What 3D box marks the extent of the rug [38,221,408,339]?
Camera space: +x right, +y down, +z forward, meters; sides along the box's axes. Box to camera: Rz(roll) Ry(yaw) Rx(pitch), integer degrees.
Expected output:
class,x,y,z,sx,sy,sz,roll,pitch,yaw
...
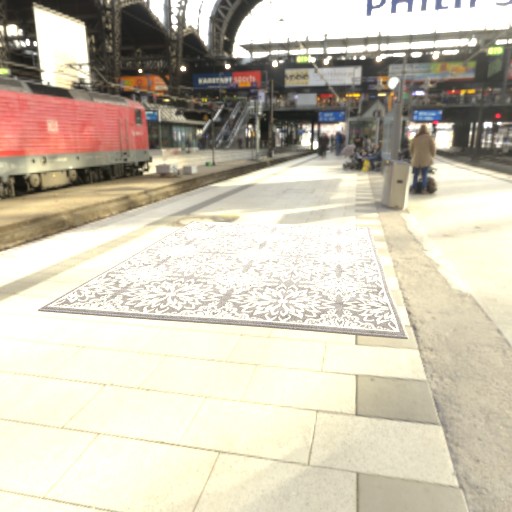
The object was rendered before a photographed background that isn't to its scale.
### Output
class,x,y,z,sx,sy,sz,roll,pitch,yaw
rug,0.000,0.000,2.912,1.608,0.014,2.213,3,15,10
